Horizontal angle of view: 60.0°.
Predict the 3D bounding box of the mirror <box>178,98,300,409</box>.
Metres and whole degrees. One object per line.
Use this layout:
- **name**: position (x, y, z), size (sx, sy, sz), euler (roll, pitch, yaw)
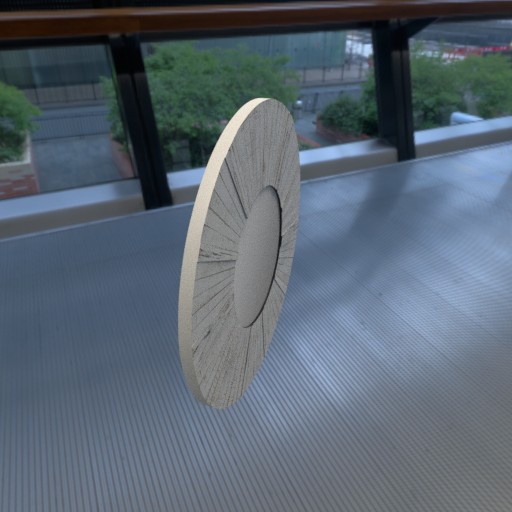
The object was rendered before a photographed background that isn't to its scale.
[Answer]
- **mirror**: position (0.000, 0.000, 1.363), size (0.038, 0.914, 0.914), euler (10, 32, 17)
